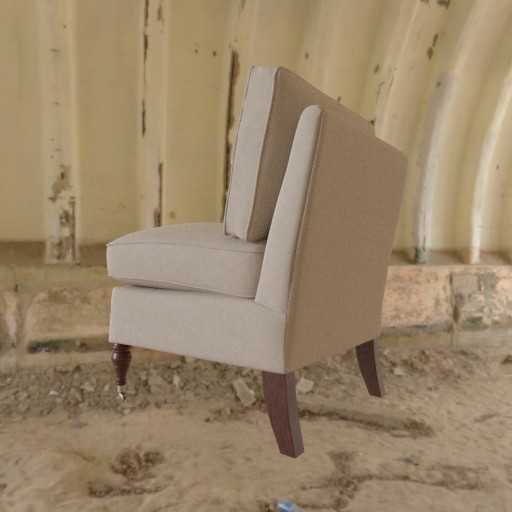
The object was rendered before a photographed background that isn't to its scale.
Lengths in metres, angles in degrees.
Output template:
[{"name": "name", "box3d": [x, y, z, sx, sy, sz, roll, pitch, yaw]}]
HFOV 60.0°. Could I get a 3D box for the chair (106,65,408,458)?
[{"name": "chair", "box3d": [0.000, 0.000, 1.635, 0.912, 1.052, 0.724, 0, 0, 36]}]
